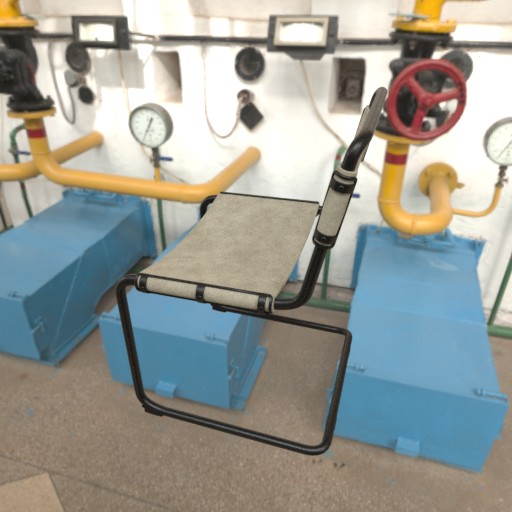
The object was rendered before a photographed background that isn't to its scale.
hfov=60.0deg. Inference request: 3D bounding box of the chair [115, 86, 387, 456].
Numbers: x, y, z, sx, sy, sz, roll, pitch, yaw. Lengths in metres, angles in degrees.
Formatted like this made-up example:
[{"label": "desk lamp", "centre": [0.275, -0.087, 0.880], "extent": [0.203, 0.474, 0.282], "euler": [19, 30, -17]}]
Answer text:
[{"label": "chair", "centre": [0.000, 0.000, 1.082], "extent": [0.497, 0.747, 0.499], "euler": [9, 32, 15]}]
